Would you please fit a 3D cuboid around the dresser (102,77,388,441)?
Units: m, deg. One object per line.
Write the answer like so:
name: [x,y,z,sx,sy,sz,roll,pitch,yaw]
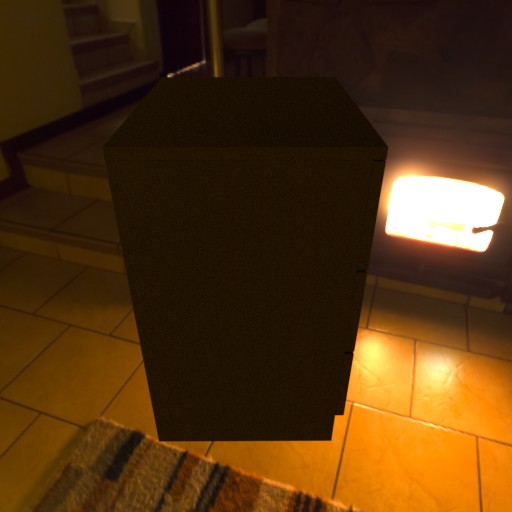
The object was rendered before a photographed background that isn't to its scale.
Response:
dresser: [0.000,0.000,0.835,0.360,0.560,0.400,0,33,0]
